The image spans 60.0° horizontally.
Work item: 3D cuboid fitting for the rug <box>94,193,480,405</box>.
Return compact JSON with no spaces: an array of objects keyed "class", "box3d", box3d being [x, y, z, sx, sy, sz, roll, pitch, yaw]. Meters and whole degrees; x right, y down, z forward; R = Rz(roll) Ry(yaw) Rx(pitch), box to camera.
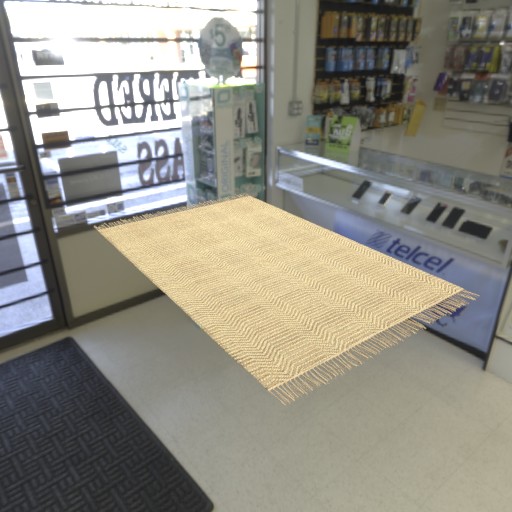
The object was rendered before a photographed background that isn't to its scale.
[{"class":"rug","box3d":[0.000,0.000,3.175,1.528,0.034,2.523,-17,31,-32]}]
